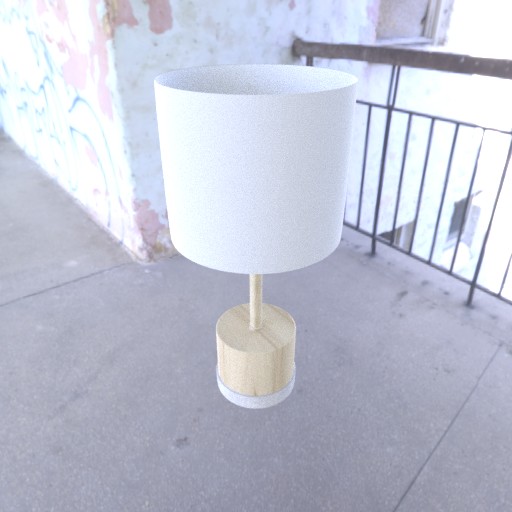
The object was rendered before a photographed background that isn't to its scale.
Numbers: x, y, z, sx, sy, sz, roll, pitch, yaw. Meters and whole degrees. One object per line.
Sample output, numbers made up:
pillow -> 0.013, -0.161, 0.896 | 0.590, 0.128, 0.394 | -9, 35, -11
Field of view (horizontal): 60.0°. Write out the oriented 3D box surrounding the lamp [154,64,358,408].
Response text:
lamp -> 0.000, 0.000, 0.620 | 0.229, 0.470, 0.229 | -20, 35, -30
